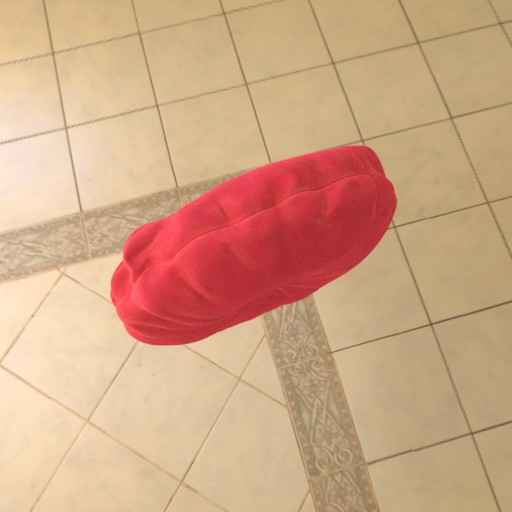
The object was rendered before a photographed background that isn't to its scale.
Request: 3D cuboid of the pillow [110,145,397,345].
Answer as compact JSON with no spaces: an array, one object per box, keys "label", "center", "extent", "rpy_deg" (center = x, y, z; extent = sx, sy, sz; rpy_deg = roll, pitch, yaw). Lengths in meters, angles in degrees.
[{"label":"pillow","center":[0.000,0.000,0.637],"extent":[0.428,0.407,0.148],"rpy_deg":[-24,77,-6]}]
